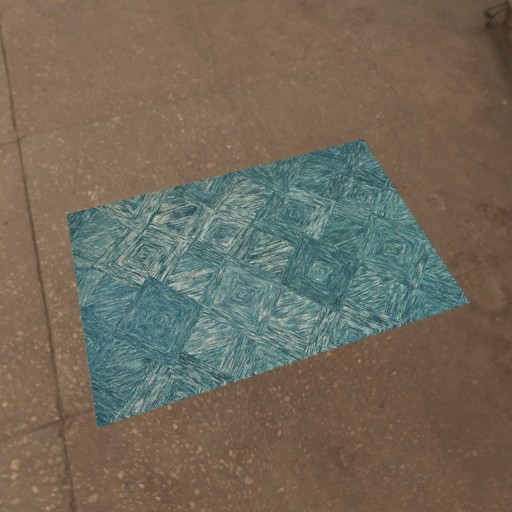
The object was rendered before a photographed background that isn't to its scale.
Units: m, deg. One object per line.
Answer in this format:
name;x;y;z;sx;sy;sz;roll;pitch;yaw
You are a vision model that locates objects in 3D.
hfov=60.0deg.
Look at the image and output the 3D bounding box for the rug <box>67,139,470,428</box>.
rug;0.000;0.000;2.907;2.277;0.015;1.490;-16;60;-10
